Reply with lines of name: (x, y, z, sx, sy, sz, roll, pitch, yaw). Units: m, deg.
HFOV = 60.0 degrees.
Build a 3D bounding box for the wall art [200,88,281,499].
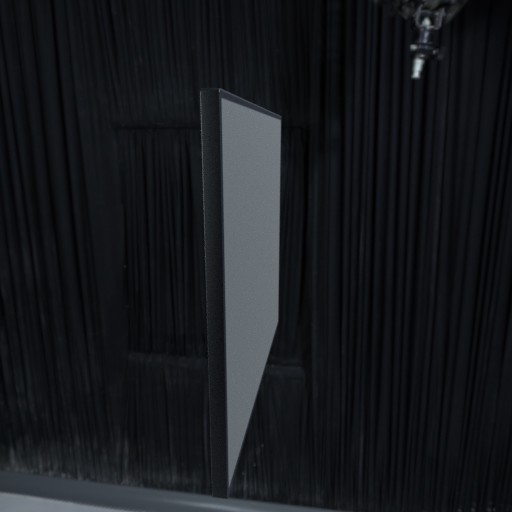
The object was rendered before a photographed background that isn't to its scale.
wall art: (0.000, 0.000, 0.707, 0.018, 0.450, 0.521, 2, 15, 9)
